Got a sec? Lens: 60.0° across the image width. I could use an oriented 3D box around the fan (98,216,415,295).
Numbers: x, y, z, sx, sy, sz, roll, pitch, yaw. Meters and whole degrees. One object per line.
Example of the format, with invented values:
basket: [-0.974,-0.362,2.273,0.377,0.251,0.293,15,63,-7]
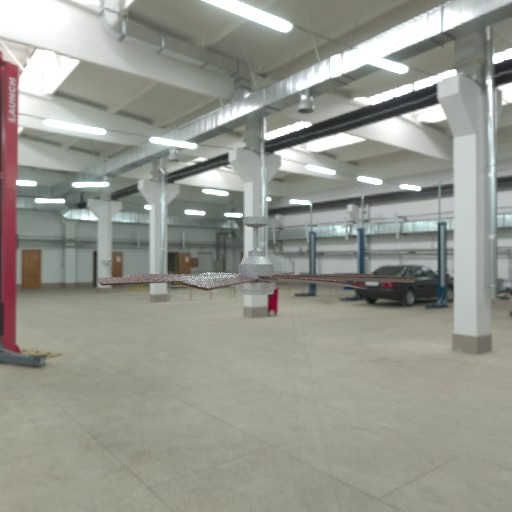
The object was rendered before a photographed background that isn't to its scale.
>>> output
fan: [0.000,0.000,2.709,1.830,0.472,1.830,0,-1,16]
